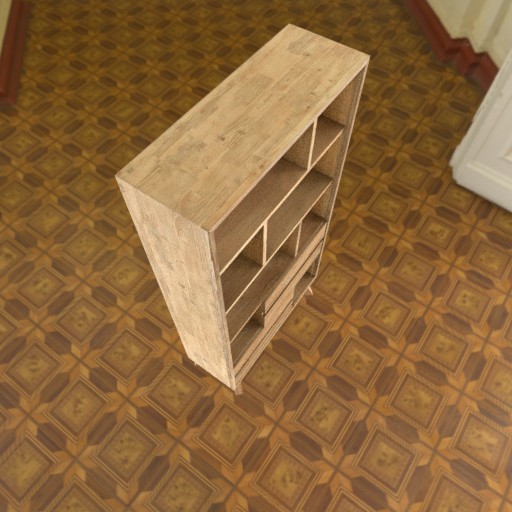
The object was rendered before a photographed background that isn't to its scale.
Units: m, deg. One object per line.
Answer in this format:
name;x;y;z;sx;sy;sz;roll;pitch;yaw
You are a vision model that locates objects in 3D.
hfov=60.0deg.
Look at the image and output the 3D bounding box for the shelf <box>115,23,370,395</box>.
shelf;0.000;0.000;1.782;0.308;1.471;0.748;31;64;17
